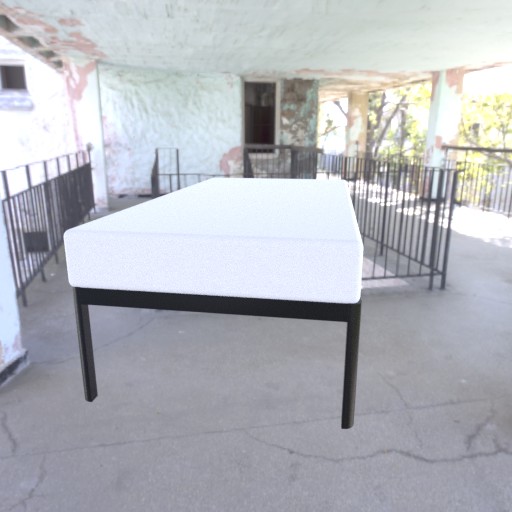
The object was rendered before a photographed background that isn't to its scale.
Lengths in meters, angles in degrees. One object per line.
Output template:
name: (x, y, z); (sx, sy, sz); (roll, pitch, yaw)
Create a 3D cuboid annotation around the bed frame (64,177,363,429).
bed frame: (0.000, 0.000, 2.426); (1.023, 0.659, 1.950); (3, 16, 9)
